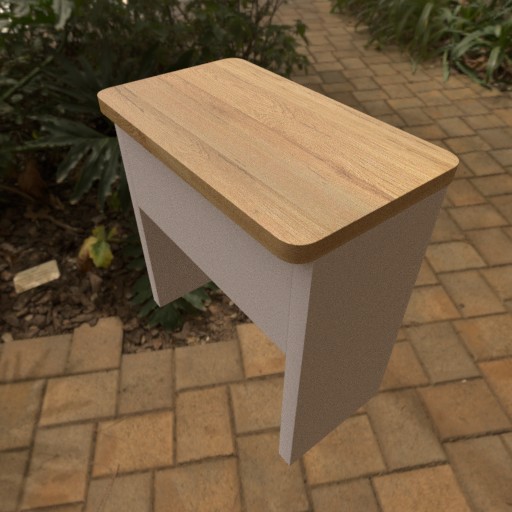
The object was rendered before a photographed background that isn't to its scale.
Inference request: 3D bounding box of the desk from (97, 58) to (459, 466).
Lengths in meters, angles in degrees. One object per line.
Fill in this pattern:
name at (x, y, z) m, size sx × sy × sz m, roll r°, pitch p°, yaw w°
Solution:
desk at (0.000, 0.000, 1.235) m, size 0.440 × 0.790 × 0.760 m, roll -27°, pitch 49°, yaw -27°
